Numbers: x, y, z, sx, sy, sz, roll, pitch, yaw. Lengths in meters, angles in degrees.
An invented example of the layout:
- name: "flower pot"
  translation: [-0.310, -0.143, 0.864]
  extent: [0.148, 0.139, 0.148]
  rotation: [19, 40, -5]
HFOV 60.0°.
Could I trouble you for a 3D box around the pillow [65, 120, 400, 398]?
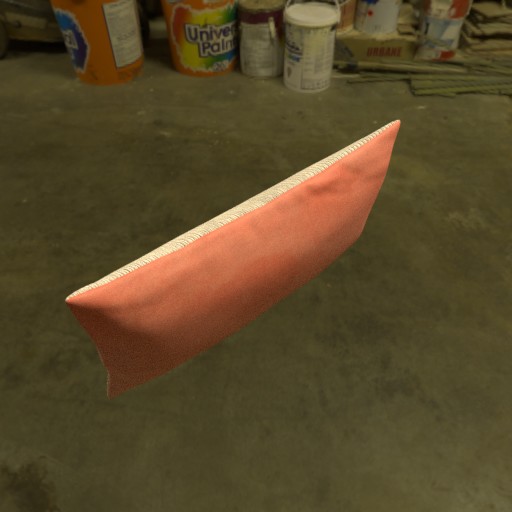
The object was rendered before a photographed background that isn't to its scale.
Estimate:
- name: "pillow"
  translation: [0.000, 0.000, 0.751]
  extent: [0.608, 0.307, 0.155]
  rotation: [-32, 54, -26]
